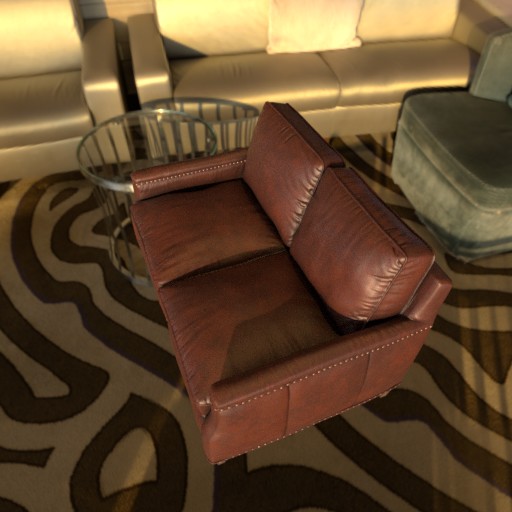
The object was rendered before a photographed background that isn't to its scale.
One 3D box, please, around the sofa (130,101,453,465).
[{"bbox_3d":[0.000,0.000,2.319,1.083,1.003,1.628,-16,48,-15],"label":"sofa"}]
